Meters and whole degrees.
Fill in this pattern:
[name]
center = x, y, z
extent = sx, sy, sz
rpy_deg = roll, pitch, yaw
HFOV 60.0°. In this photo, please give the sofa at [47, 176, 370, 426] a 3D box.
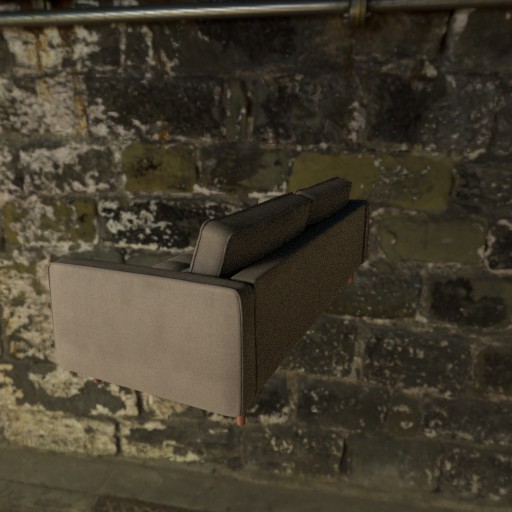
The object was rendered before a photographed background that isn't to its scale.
[sofa]
center = 0.000, 0.000, 2.671
extent = 0.923, 0.813, 2.295
rpy_deg = 7, 17, 24
